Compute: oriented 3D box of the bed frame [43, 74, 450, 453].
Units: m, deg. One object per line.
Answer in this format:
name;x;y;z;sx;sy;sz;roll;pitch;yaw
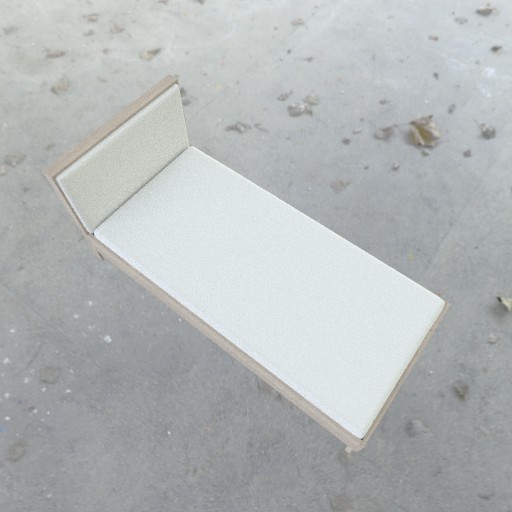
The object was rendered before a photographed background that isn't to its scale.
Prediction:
bed frame;0.000;0.000;2.652;2.140;0.920;0.990;34;66;18
